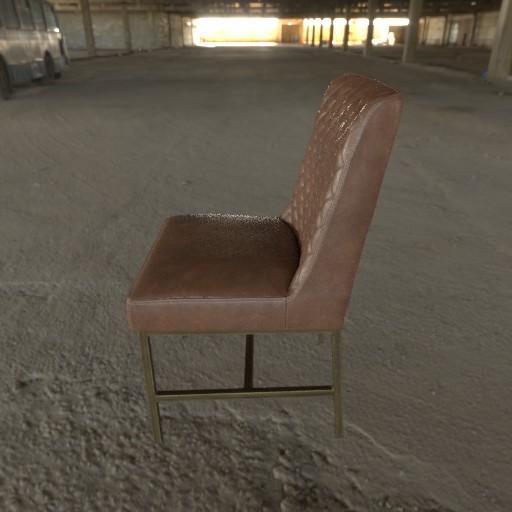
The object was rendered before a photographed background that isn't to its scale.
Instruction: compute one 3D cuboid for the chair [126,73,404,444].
[{"bbox_3d":[0.000,0.000,1.200,0.587,0.889,0.508,0,27,0],"label":"chair"}]
